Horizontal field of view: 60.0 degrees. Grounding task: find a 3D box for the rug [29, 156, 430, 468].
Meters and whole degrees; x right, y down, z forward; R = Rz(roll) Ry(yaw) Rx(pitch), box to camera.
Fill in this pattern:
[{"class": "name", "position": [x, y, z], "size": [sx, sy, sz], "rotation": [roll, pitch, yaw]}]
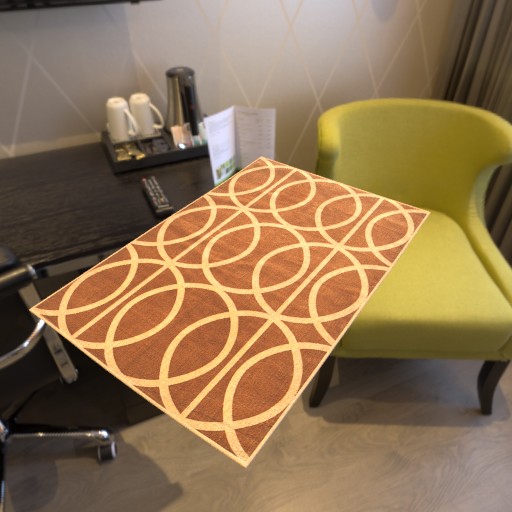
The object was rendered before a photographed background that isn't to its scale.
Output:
[{"class": "rug", "position": [0.000, 0.000, 2.860], "size": [1.526, 0.014, 2.290], "rotation": [24, 45, 26]}]
